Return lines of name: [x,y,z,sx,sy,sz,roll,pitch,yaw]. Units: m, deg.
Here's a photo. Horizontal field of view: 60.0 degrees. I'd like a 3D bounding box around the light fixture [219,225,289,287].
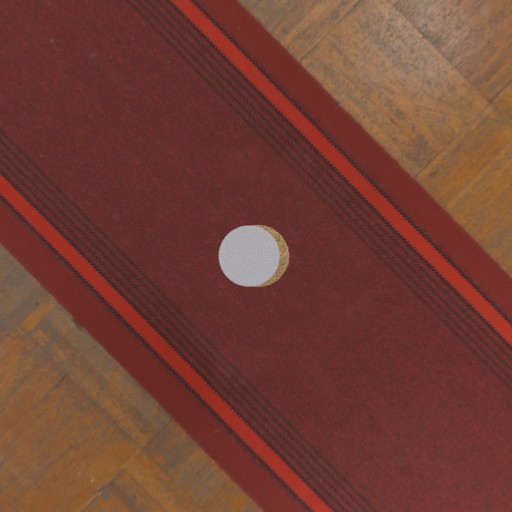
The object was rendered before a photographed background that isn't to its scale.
light fixture: [0.000,0.000,2.130,0.406,1.955,0.407,0,90,1]
